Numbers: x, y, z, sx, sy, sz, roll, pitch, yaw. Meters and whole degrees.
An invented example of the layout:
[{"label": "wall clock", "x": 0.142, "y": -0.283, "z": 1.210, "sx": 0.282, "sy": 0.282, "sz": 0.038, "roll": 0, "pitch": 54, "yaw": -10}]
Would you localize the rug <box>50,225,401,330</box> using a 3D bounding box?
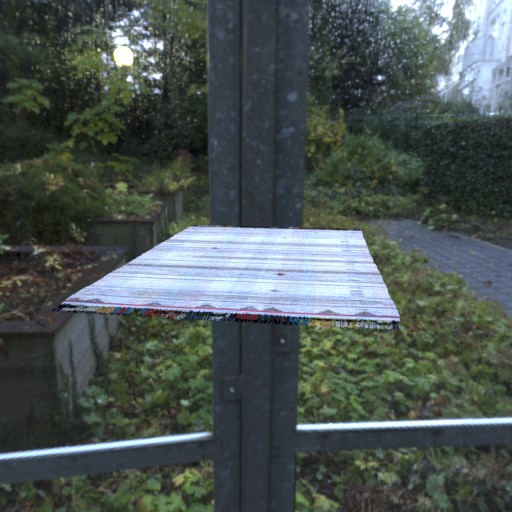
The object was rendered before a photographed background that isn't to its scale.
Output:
[{"label": "rug", "x": 0.000, "y": 0.000, "z": 2.321, "sx": 1.217, "sy": 0.012, "sz": 1.848, "roll": 2, "pitch": 14, "yaw": 8}]
